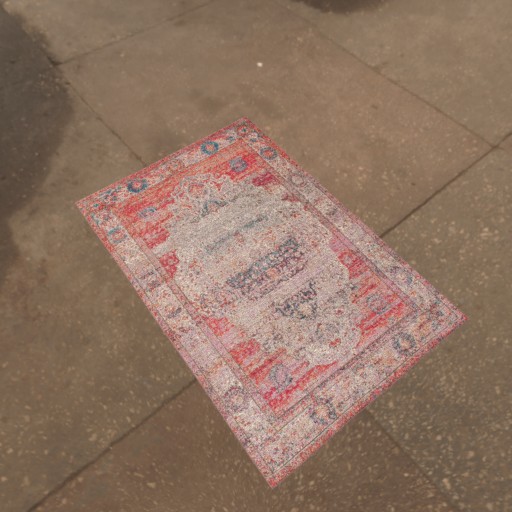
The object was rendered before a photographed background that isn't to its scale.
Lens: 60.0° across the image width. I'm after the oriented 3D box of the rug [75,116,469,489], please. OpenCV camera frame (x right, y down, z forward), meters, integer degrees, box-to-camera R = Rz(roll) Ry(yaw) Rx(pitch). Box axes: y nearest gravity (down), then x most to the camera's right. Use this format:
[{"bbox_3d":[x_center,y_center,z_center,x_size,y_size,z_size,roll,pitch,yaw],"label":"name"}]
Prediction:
[{"bbox_3d":[0.000,0.000,2.342,1.219,0.006,1.829,-33,63,-19],"label":"rug"}]
